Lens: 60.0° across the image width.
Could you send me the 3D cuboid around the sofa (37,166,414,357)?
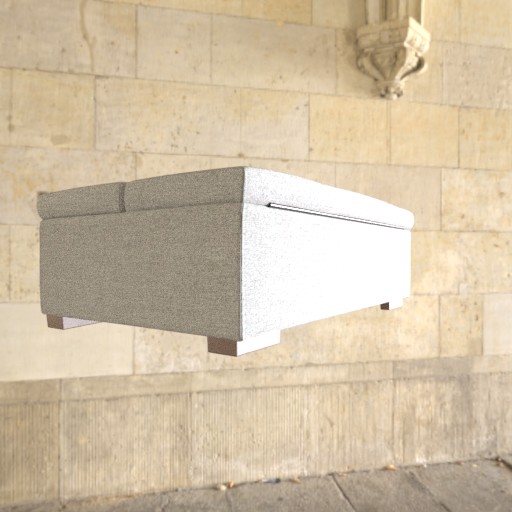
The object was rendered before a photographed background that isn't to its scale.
[{"bbox_3d":[0.000,0.000,1.636,0.817,0.434,1.250,0,0,35],"label":"sofa"}]
